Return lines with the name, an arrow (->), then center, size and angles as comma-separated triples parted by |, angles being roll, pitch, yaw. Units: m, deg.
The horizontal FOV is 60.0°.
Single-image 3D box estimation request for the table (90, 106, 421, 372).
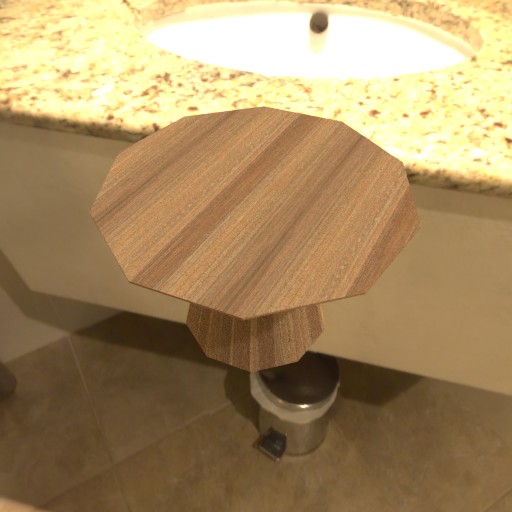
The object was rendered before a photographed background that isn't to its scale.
table -> 0.000, 0.000, 1.903 | 1.186, 0.752, 1.186 | 0, 47, 0
